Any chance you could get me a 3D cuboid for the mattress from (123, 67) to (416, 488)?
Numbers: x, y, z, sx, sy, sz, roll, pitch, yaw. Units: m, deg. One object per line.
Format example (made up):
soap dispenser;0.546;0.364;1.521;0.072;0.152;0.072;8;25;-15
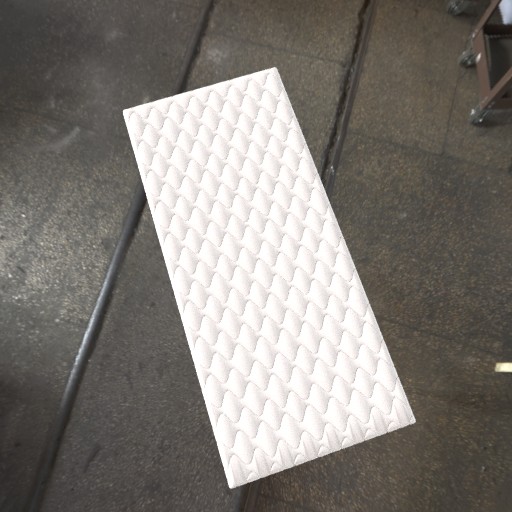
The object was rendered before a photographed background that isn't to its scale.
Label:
mattress;0.000;0.000;2.303;0.900;0.200;2.000;-18;76;-5
